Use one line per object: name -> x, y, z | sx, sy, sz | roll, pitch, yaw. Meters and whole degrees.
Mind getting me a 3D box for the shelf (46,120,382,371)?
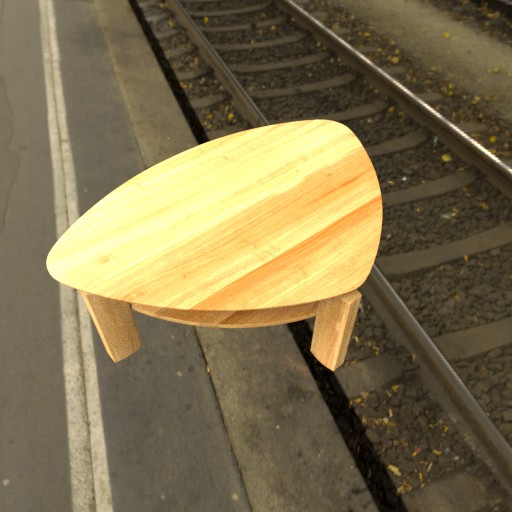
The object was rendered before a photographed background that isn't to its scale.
shelf -> 0.000, 0.000, 1.596 | 1.240, 0.439, 0.863 | -32, 54, -27
